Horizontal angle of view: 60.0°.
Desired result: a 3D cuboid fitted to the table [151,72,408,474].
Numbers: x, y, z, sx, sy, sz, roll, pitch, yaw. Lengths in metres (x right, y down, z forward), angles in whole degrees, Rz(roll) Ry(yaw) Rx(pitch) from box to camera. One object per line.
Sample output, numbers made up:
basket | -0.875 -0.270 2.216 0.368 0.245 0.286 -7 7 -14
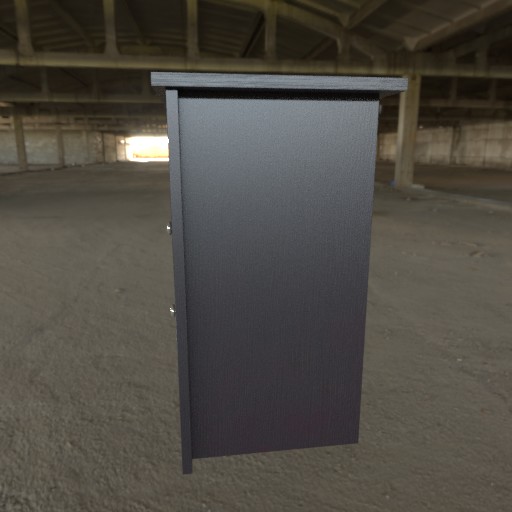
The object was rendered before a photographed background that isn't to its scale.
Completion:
table | 0.000 0.000 1.047 0.408 0.711 0.589 -2 14 -8
